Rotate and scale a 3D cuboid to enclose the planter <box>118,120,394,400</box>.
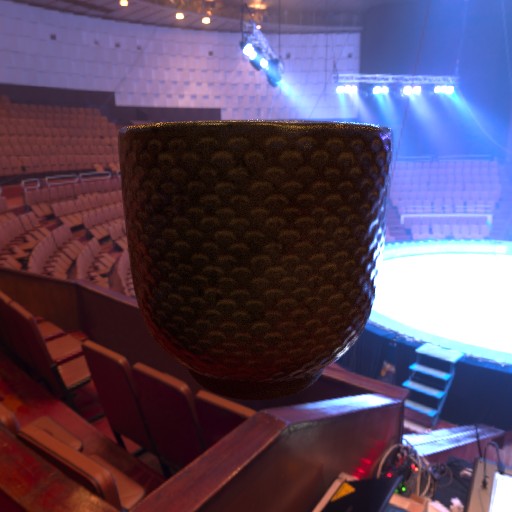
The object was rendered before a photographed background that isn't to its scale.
[{"bbox_3d":[0.000,0.000,0.348,0.197,0.191,0.197,0,12,0],"label":"planter"}]
